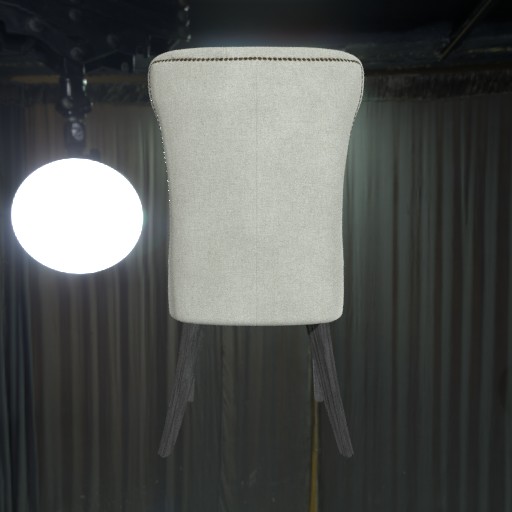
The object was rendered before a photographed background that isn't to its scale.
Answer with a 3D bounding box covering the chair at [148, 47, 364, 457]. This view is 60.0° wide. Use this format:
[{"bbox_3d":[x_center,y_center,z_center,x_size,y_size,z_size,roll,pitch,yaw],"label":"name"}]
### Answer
[{"bbox_3d":[0.000,0.000,1.363,0.584,1.065,0.590,0,1,0],"label":"chair"}]
